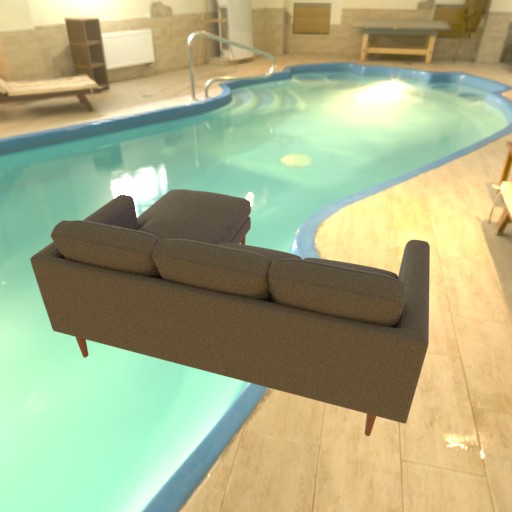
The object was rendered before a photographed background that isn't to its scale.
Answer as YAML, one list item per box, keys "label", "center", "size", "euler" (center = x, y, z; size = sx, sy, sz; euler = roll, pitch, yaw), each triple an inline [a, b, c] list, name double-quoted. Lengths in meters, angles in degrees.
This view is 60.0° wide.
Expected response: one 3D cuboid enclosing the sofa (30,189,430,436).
- label: "sofa"
  center: [0.000, 0.000, 2.845]
  size: [2.031, 0.897, 1.591]
  euler: [10, 34, 16]
